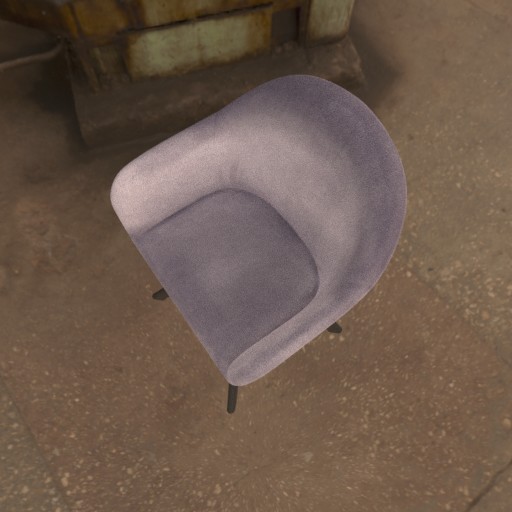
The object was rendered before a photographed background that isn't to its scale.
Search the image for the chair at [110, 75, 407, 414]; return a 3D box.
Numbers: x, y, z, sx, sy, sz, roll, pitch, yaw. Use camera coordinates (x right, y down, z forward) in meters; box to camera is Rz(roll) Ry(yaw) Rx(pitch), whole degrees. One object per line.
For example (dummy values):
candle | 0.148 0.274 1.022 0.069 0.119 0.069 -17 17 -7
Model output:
chair | 0.000 0.000 1.148 0.540 0.780 0.570 -33 69 -15
